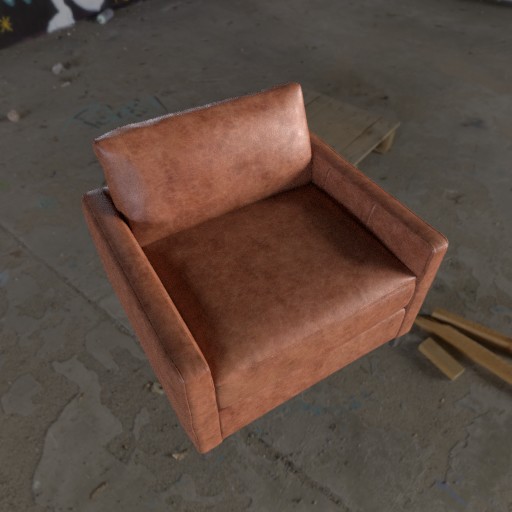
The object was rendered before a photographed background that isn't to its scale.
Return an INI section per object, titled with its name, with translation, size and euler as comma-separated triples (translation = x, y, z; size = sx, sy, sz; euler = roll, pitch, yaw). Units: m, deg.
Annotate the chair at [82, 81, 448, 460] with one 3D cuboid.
[chair]
translation = 0.000, 0.000, 1.603
size = 0.967, 0.869, 0.862
euler = -24, 51, -21
